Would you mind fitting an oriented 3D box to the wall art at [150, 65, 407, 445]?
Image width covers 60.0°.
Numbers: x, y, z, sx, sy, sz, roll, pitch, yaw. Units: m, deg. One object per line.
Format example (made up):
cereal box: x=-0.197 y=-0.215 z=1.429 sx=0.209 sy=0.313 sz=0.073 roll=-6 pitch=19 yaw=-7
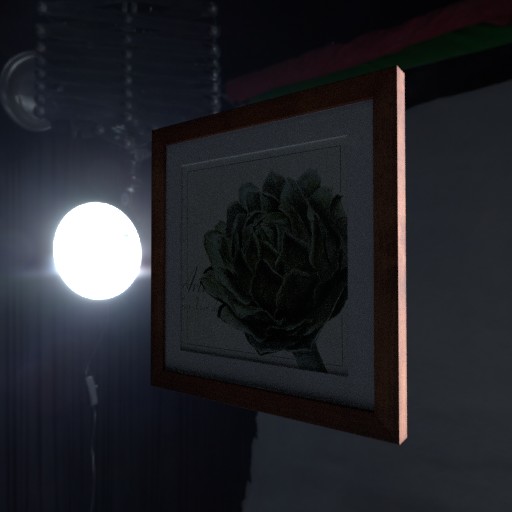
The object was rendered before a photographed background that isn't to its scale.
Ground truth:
wall art: x=0.000 y=0.000 z=0.844 sx=0.554 sy=0.572 sz=0.037 roll=-1 pitch=-1 yaw=36
